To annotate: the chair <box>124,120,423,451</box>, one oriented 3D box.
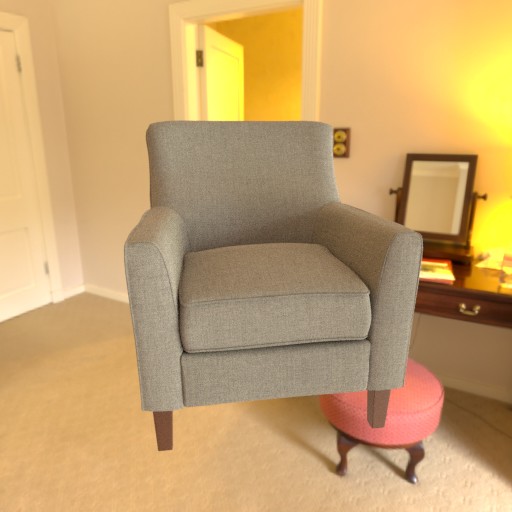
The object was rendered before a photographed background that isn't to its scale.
[{"bbox_3d":[0.000,0.000,1.772,0.887,1.047,0.993,-3,16,-9],"label":"chair"}]
